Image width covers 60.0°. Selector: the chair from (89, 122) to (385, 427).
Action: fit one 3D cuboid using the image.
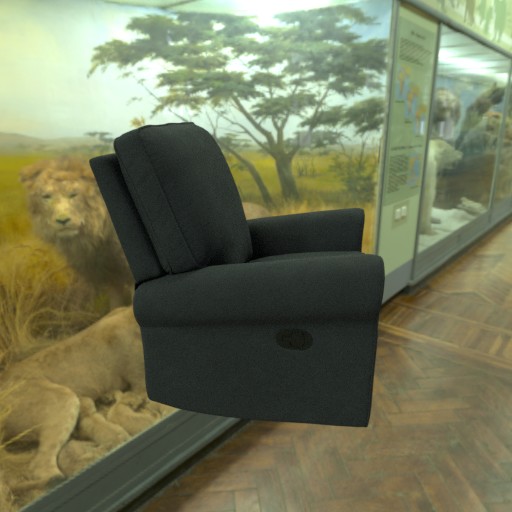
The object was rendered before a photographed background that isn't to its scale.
[{"bbox_3d":[0.000,0.000,1.666,0.878,0.961,0.890,3,17,8],"label":"chair"}]
